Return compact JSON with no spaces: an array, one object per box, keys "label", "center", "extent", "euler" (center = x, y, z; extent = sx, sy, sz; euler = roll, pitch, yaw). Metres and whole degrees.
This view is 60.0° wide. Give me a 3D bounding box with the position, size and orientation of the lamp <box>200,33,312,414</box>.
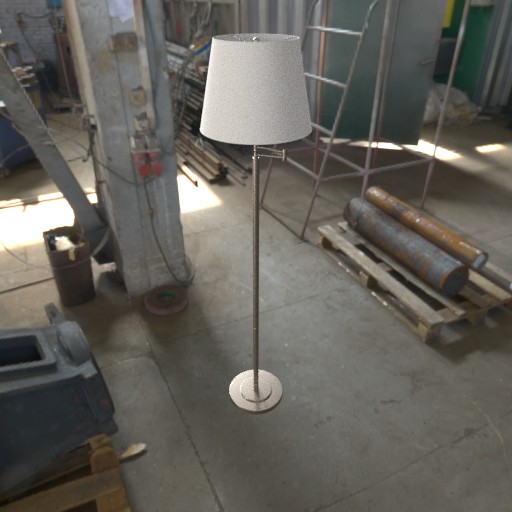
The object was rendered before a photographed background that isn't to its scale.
[{"label":"lamp","center":[0.000,0.000,1.660],"extent":[0.355,1.473,0.355],"euler":[0,31,0]}]
